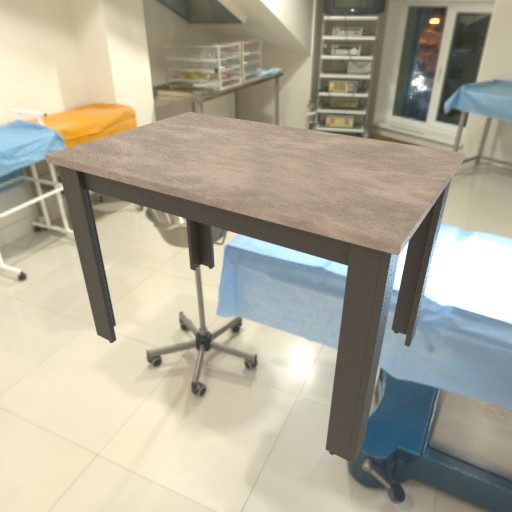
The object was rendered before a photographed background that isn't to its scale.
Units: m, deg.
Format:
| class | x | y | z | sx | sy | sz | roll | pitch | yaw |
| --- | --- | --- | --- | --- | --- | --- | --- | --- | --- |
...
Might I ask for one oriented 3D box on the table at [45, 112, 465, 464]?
| class | x | y | z | sx | sy | sz | roll | pitch | yaw |
| --- | --- | --- | --- | --- | --- | --- | --- | --- | --- |
| table | 0.000 | 0.000 | 1.558 | 1.100 | 0.734 | 0.700 | 17 | 34 | 27 |
